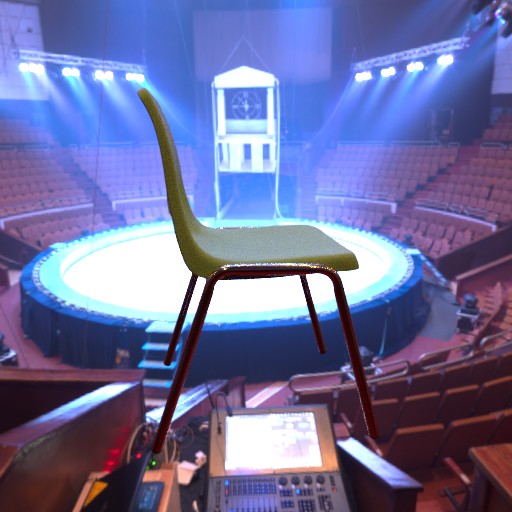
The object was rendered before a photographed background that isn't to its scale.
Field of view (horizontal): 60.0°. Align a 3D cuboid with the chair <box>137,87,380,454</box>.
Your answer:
[{"bbox_3d":[0.000,0.000,0.931,0.436,0.653,0.381,-2,14,-7],"label":"chair"}]
